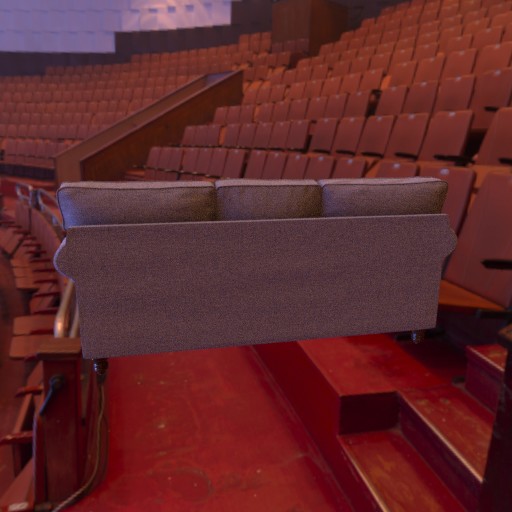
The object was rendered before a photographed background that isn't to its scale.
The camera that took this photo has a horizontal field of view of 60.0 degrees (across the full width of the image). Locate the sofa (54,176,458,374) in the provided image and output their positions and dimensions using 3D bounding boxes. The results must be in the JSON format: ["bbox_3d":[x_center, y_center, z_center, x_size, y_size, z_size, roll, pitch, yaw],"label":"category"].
[{"bbox_3d":[0.000,0.000,2.669,2.084,0.961,0.916,-3,14,-11],"label":"sofa"}]
